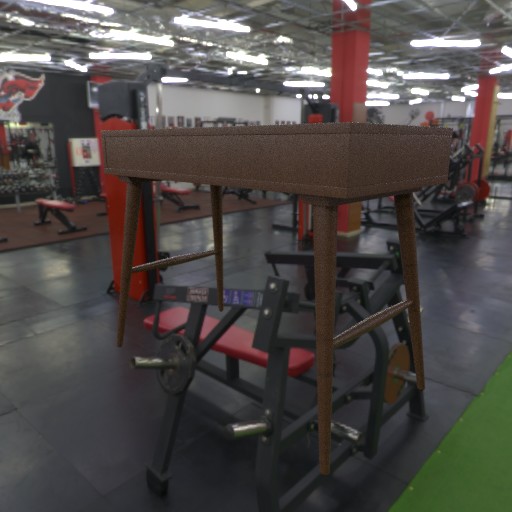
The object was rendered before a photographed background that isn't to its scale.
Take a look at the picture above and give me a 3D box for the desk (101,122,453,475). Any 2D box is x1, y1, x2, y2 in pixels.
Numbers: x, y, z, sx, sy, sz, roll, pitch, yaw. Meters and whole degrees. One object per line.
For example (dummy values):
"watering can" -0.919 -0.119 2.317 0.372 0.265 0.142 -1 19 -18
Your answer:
"desk" 0.000 0.000 1.381 0.949 0.758 0.510 14 20 43
